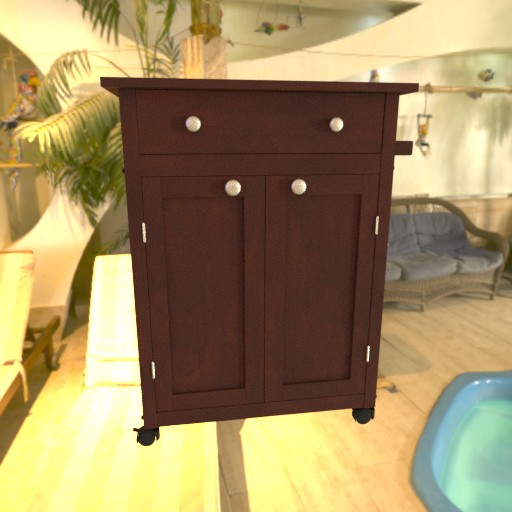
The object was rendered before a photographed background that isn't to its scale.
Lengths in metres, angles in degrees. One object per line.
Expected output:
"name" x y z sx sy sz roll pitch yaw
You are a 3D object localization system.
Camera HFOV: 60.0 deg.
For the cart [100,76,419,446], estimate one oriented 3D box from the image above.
"cart" 0.000 0.000 1.233 0.683 0.864 0.442 -2 15 -9
